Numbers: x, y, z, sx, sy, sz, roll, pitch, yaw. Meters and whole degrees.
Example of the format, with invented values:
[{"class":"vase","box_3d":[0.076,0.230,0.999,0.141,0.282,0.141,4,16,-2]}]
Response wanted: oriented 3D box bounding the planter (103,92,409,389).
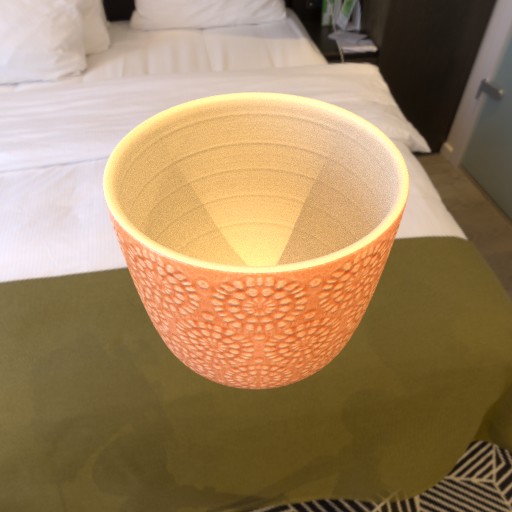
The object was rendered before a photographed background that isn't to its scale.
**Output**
[{"class":"planter","box_3d":[0.000,0.000,0.375,0.208,0.190,0.208,0,46,0]}]
